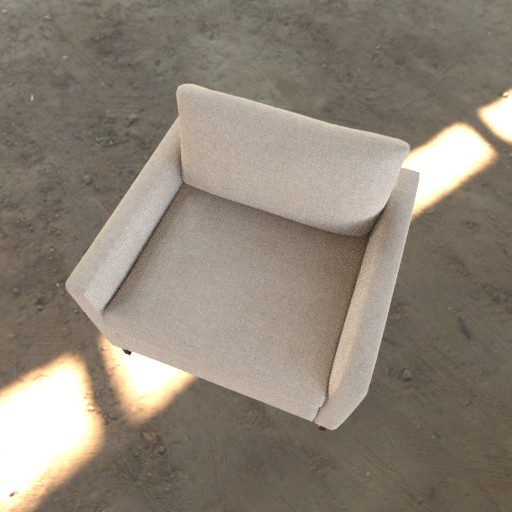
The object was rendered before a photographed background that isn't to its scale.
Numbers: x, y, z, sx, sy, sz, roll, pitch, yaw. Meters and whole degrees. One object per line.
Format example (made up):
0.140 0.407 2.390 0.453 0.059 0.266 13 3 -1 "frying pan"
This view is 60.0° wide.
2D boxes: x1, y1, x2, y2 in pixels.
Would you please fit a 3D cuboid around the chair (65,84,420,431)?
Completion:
0.000 0.000 1.610 0.963 0.861 0.866 18 60 11 "chair"
